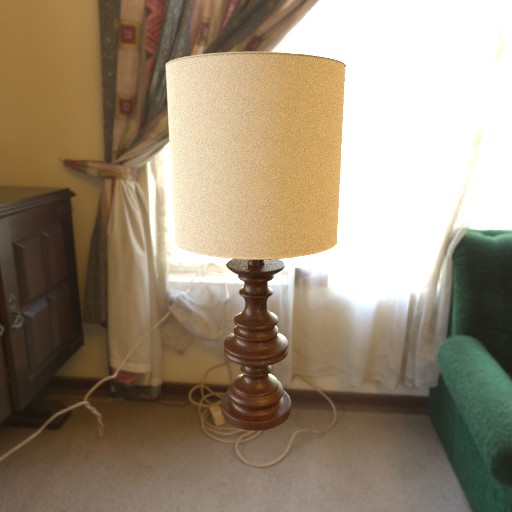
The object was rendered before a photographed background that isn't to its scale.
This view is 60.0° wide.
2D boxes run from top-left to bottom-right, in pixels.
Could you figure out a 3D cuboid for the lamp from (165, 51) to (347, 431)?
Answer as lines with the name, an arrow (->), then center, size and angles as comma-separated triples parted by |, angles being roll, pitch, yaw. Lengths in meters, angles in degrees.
lamp -> 0.000, 0.000, 0.578 | 0.208, 0.455, 0.208 | -3, 15, -10
